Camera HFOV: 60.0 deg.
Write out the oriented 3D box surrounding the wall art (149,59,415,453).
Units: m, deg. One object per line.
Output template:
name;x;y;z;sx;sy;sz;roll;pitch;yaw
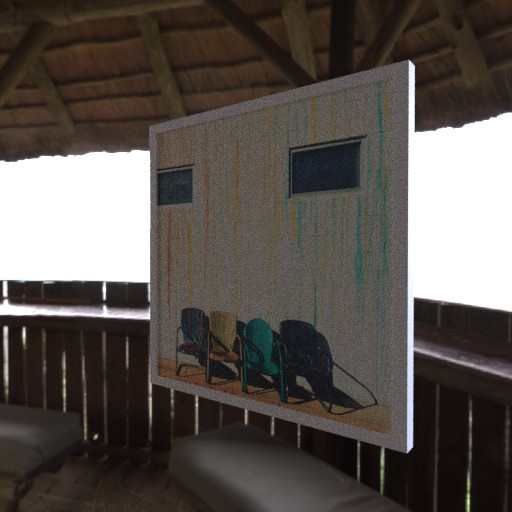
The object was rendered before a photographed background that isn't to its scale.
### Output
wall art;0.000;0.000;1.098;0.760;0.760;0.036;1;1;37
